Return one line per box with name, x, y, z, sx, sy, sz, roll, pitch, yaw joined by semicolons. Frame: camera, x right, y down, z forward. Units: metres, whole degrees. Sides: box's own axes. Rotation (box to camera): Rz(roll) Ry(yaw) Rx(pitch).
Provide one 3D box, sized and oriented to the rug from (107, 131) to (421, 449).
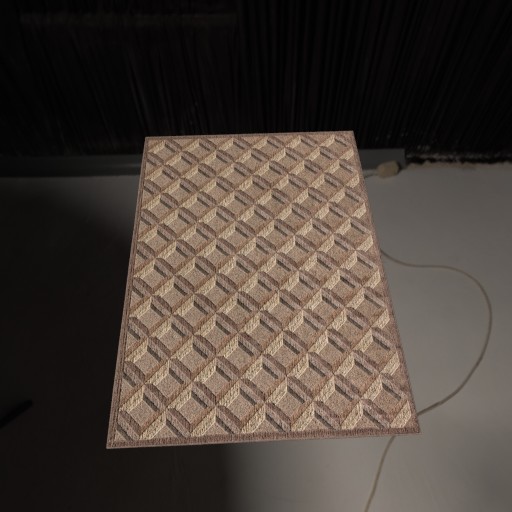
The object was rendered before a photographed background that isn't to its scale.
rug;0.000;0.000;4.205;2.382;0.018;3.294;-2;58;-1
